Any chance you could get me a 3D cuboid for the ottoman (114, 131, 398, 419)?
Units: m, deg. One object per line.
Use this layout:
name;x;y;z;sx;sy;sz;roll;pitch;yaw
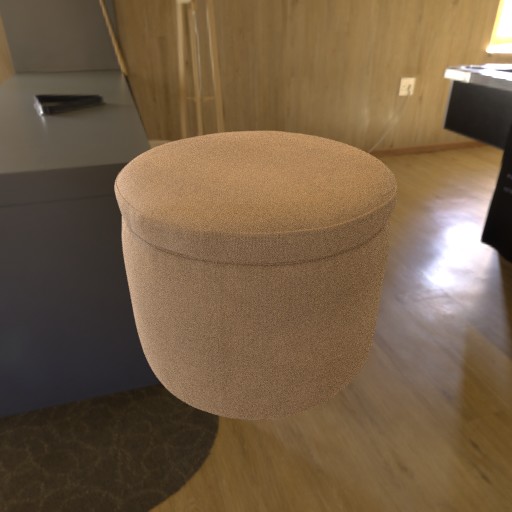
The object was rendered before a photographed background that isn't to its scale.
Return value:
ottoman;0.000;0.000;0.882;0.497;0.409;0.497;0;30;0
